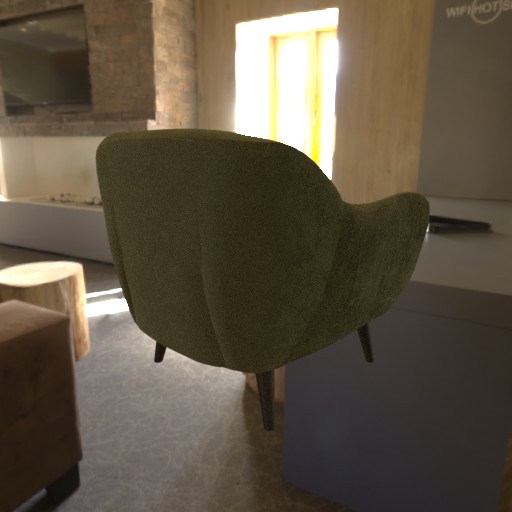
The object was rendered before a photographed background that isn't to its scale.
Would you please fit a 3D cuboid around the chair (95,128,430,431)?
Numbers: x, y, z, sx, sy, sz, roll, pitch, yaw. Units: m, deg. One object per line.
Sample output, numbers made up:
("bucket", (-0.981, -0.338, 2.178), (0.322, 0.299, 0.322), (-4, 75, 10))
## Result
("chair", (0.000, 0.000, 1.478), (0.840, 0.804, 0.819), (14, 20, 43))
